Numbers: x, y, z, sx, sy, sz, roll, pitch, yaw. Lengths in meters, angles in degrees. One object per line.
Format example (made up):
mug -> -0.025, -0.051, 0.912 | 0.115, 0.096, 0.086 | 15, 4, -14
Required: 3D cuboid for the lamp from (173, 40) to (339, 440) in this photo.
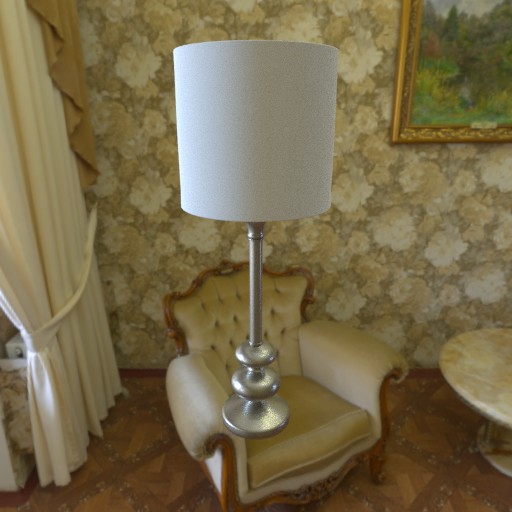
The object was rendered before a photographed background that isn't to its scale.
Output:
lamp -> 0.000, 0.000, 0.792 | 0.254, 0.690, 0.254 | -17, 25, -42
